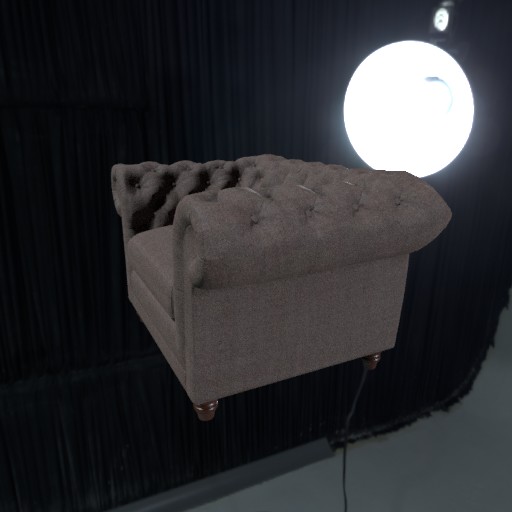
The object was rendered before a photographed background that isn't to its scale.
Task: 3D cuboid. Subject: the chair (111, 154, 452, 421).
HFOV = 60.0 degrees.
[{"bbox_3d":[0.000,0.000,1.884,0.945,0.780,1.298,-8,19,-26],"label":"chair"}]
